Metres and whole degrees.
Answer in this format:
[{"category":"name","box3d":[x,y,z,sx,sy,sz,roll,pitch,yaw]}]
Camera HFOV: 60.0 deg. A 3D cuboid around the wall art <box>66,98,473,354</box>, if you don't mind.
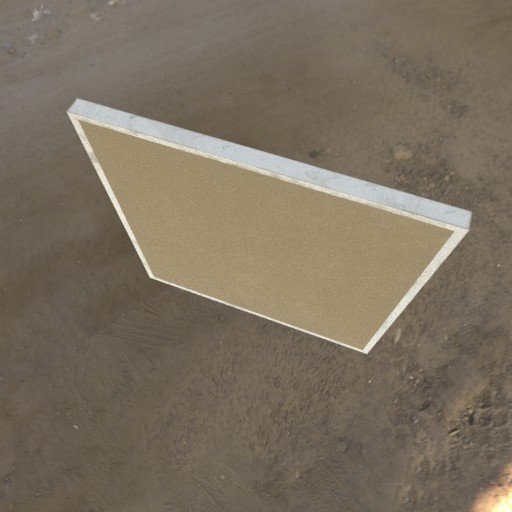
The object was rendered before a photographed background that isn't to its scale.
[{"category":"wall art","box3d":[0.000,0.000,1.131,0.760,0.757,0.038,18,64,9]}]
